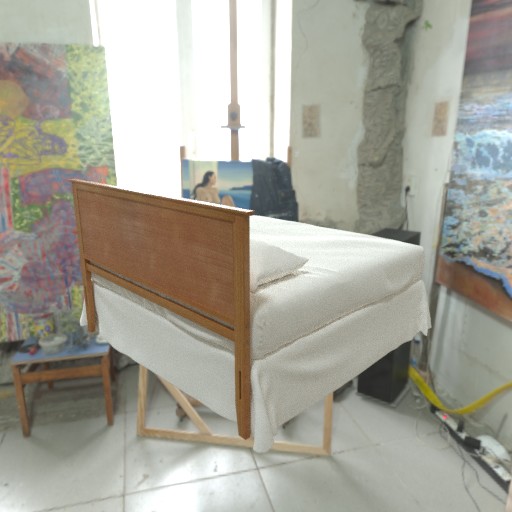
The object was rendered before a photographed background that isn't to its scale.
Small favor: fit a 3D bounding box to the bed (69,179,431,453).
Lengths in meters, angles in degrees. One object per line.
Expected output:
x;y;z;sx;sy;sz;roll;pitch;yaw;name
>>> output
0.000;0.000;3.661;2.215;1.270;2.317;-15;22;-43;bed
